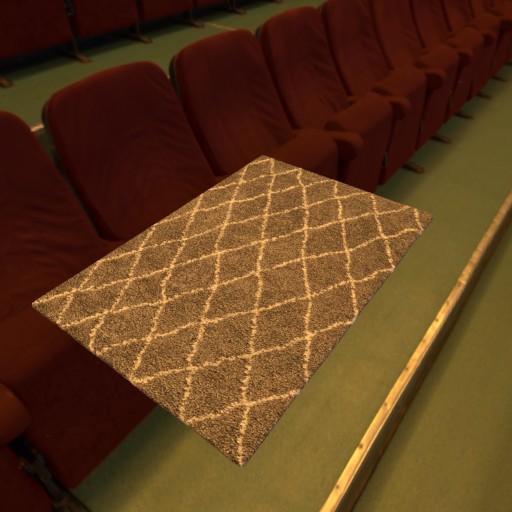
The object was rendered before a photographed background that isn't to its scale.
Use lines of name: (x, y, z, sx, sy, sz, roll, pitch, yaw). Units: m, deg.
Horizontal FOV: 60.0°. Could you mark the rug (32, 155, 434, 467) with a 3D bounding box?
rug: (0.000, 0.000, 2.272, 1.219, 0.030, 1.778, 26, 47, 27)
